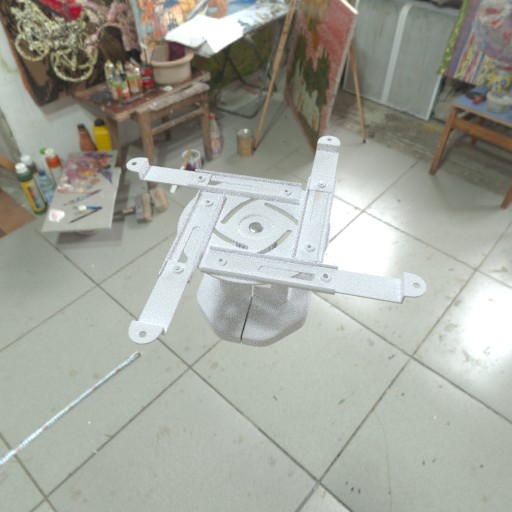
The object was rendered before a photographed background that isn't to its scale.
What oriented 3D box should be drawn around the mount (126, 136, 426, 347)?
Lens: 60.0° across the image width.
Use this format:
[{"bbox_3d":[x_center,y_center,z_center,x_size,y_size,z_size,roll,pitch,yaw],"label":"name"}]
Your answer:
[{"bbox_3d":[0.000,0.000,0.587,0.394,0.141,0.394,9,48,8],"label":"mount"}]
